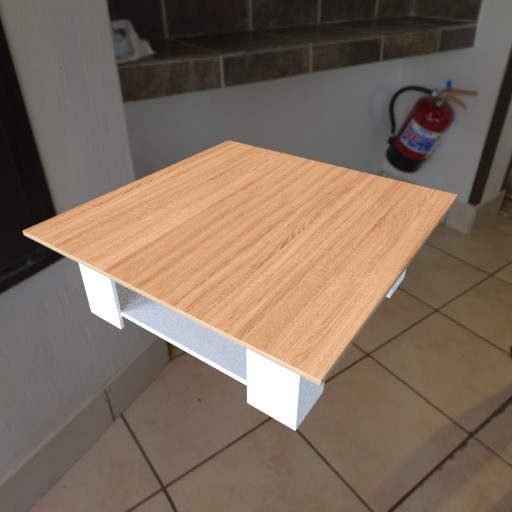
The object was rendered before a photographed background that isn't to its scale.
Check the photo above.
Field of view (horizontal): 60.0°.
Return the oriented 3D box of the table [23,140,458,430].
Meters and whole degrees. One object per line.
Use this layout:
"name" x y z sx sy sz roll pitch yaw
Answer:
"table" 0.000 0.000 1.352 0.890 0.305 0.890 21 39 29
